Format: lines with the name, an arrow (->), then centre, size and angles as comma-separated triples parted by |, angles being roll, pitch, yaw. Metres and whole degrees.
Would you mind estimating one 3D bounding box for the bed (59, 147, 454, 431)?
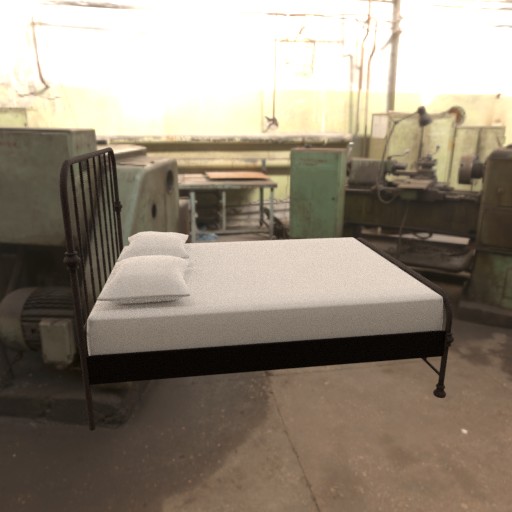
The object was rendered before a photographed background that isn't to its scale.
bed -> 0.000, 0.000, 3.117 | 2.134, 1.446, 1.616 | -2, 17, -8
